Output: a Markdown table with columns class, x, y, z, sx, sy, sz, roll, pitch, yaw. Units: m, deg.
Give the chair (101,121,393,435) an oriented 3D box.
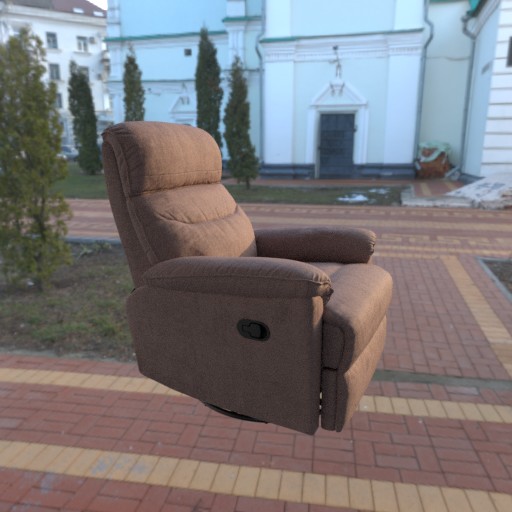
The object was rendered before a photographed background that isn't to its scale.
| class | x | y | z | sx | sy | sz | roll | pitch | yaw |
| --- | --- | --- | --- | --- | --- | --- | --- | --- | --- |
| chair | 0.000 | 0.000 | 1.755 | 1.004 | 1.037 | 0.820 | 7 | 15 | 25 |
